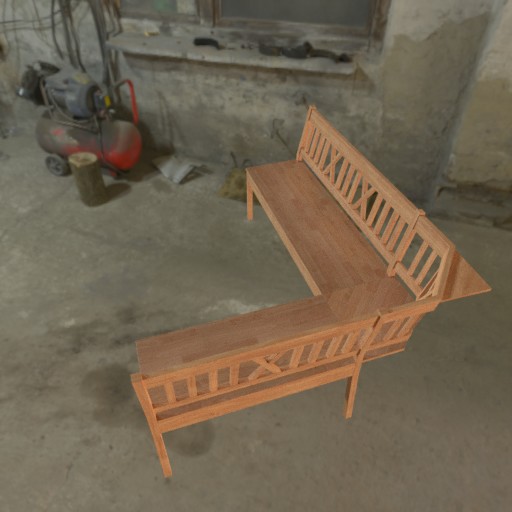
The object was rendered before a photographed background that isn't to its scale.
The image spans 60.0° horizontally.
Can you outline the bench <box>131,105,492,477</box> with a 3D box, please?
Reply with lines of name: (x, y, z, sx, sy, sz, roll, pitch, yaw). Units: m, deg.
bench: (0.000, 0.000, 2.686, 1.537, 0.902, 1.937, -12, 43, -14)
